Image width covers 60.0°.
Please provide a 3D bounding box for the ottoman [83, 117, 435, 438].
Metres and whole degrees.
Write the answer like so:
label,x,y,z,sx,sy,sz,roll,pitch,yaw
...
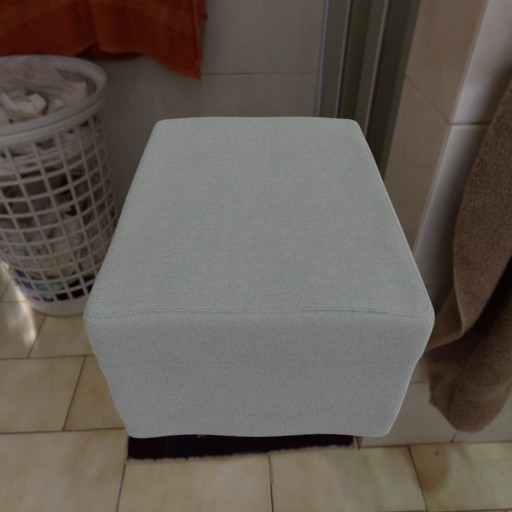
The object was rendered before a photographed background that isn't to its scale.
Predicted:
label,x,y,z,sx,sy,sz,roll,pitch,yaw
ottoman,0.000,0.000,1.221,0.648,0.461,0.833,0,41,0
